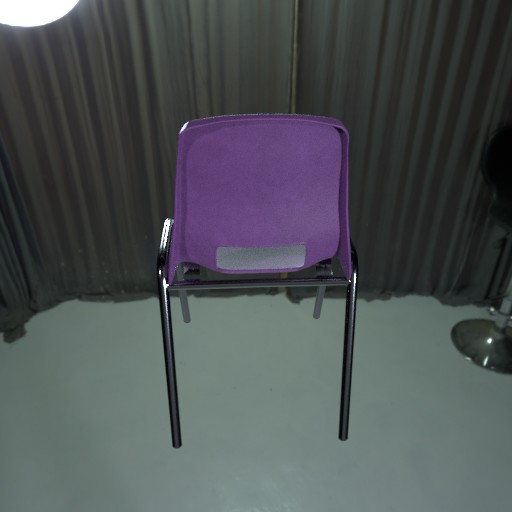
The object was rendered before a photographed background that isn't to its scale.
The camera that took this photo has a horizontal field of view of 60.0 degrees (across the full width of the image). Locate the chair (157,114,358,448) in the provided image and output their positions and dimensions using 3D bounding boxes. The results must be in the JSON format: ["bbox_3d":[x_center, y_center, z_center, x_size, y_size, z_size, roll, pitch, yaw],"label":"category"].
[{"bbox_3d":[0.000,0.000,0.895,0.381,0.654,0.432,-1,30,-3],"label":"chair"}]
